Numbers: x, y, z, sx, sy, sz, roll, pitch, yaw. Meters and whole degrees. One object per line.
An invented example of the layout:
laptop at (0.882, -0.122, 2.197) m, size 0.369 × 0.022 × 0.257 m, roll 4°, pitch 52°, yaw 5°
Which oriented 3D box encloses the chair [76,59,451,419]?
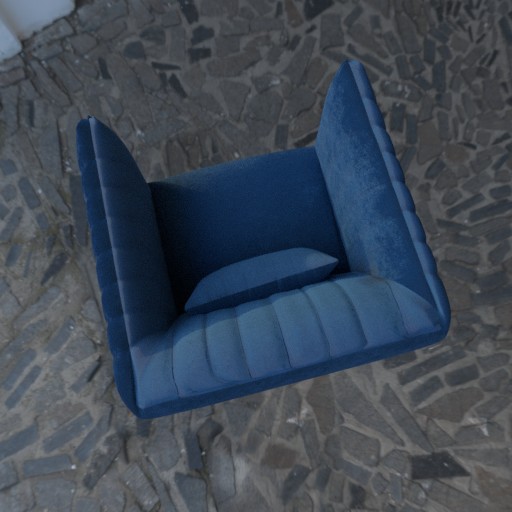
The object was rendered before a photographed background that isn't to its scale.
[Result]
chair at (0.000, 0.000, 1.557) m, size 0.947 × 0.793 × 0.877 m, roll -14°, pitch 76°, yaw -4°
